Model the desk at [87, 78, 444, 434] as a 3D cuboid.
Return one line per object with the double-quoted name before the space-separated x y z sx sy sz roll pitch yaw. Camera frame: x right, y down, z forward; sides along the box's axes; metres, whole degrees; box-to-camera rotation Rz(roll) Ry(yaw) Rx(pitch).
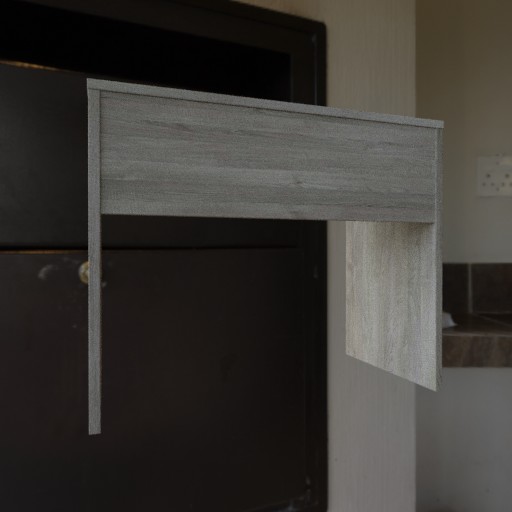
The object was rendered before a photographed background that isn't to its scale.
"desk" 0.000 0.000 1.279 0.893 0.724 0.498 0 0 -19
